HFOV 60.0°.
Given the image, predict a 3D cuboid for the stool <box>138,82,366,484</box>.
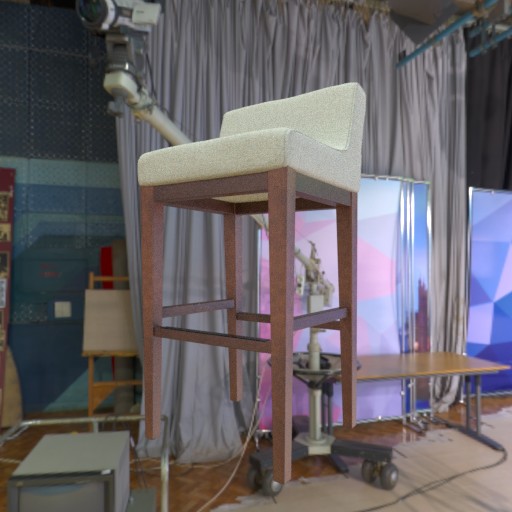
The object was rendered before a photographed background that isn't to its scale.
[{"bbox_3d":[0.000,0.000,1.312,0.511,1.037,0.500,0,0,35],"label":"stool"}]
